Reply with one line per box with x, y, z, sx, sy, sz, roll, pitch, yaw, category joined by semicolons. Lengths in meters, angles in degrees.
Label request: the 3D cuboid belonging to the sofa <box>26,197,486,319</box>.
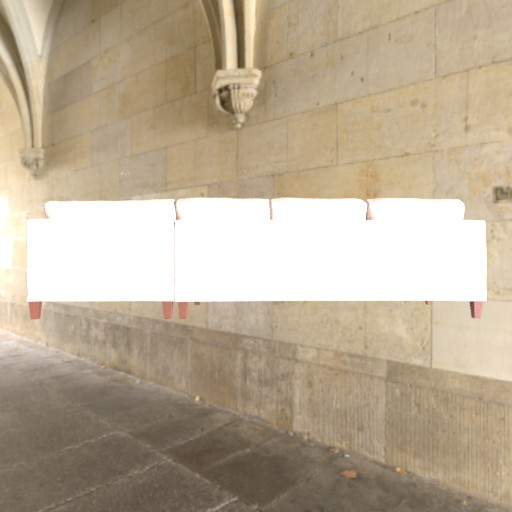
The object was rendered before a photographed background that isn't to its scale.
0.000;0.000;3.852;3.186;0.861;1.625;0;0;-1;sofa
